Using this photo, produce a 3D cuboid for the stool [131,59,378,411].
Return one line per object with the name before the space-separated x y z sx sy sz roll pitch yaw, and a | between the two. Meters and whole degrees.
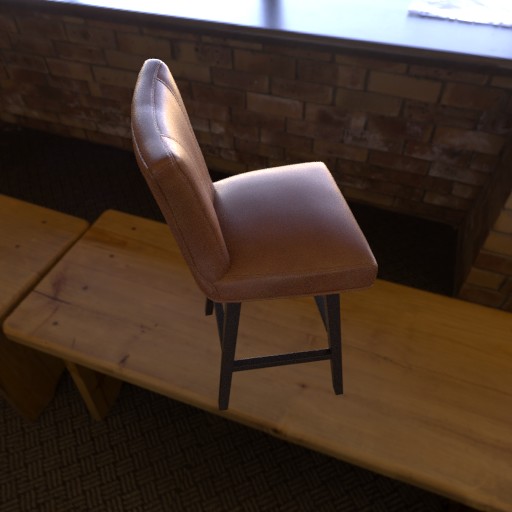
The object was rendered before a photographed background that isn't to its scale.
stool | 0.000 0.000 1.419 0.585 1.094 0.522 -8 47 -8
